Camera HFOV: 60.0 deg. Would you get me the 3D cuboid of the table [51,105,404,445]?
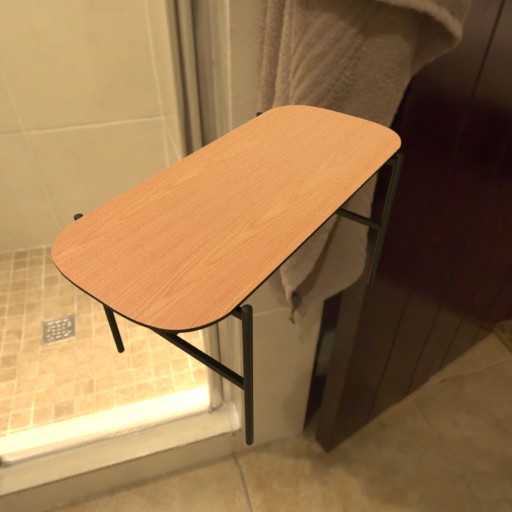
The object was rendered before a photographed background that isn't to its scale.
[{"bbox_3d":[0.000,0.000,1.024,0.400,0.400,0.800,25,47,26],"label":"table"}]
